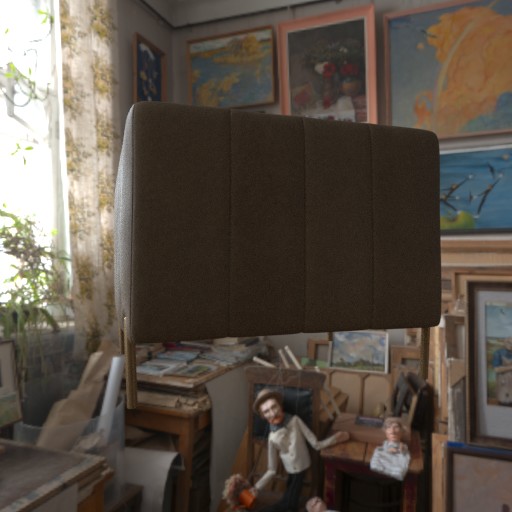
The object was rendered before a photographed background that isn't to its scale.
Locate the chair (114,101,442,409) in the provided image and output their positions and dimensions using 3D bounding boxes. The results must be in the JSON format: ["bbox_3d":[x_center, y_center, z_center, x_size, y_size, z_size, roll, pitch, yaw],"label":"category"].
[{"bbox_3d":[0.000,0.000,1.605,0.981,0.779,0.876,0,0,-18],"label":"chair"}]
